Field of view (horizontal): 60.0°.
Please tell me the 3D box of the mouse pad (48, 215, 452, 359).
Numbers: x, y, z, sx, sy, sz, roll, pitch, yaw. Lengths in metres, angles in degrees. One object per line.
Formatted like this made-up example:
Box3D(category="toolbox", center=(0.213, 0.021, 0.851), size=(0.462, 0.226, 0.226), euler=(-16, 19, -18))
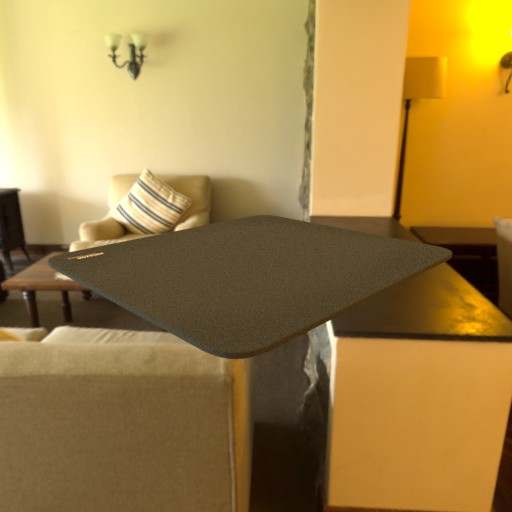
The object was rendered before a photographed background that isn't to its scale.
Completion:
Box3D(category="mouse pad", center=(0.000, 0.000, 0.321), size=(0.203, 0.003, 0.229), euler=(16, 23, 42))
